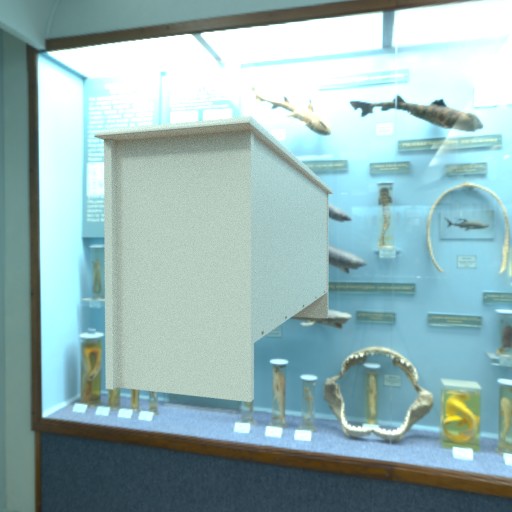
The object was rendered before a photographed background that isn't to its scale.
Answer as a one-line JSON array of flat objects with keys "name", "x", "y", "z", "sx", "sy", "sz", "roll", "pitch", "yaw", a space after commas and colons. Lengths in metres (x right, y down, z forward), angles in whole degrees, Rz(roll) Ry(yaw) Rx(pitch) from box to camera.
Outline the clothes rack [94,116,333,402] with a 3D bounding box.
[{"name": "clothes rack", "x": 0.000, "y": 0.000, "z": 1.372, "sx": 0.324, "sy": 0.531, "sz": 1.120, "roll": 0, "pitch": 1, "yaw": 17}]
